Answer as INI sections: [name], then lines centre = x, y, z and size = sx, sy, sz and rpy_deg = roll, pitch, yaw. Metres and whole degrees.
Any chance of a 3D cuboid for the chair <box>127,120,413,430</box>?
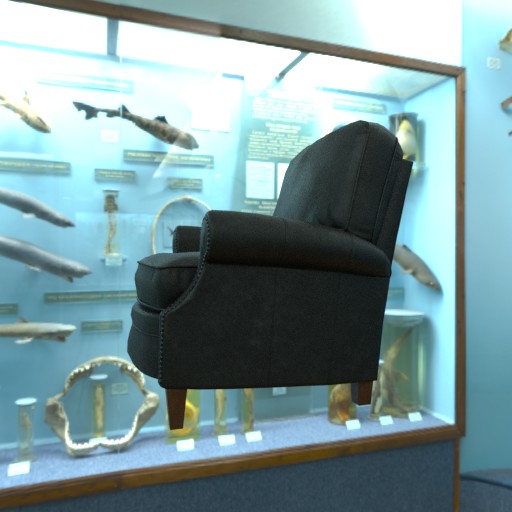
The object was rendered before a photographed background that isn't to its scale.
[chair]
centre = 0.000, 0.000, 1.763
size = 0.986, 1.018, 0.936
rpy_deg = 0, 0, -17
